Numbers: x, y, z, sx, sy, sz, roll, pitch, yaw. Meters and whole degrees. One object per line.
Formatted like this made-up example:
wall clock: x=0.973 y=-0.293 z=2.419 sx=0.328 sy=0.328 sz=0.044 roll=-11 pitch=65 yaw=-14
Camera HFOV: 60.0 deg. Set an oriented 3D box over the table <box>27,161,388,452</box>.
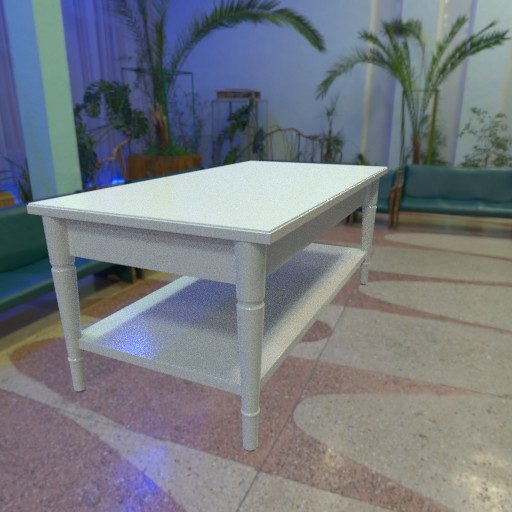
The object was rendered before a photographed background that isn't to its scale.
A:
table: x=0.000 y=0.000 z=1.342 sx=0.559 sy=0.457 sz=1.067 roll=8 pitch=19 yaw=24
